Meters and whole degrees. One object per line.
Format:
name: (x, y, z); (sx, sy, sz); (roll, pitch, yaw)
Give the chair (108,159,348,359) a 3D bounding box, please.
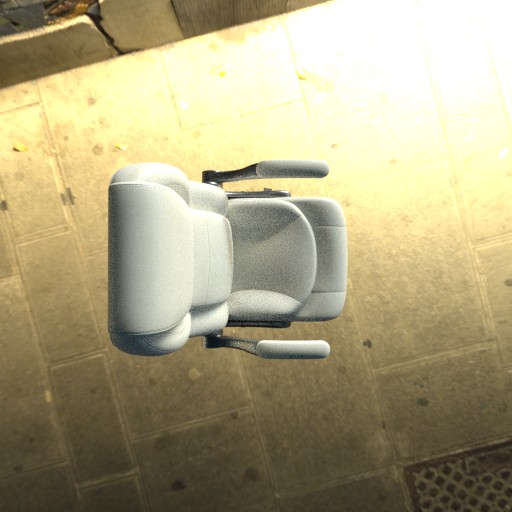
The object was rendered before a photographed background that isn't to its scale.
chair: (0.000, 0.000, 1.788); (0.806, 1.330, 0.755); (0, 90, -1)
